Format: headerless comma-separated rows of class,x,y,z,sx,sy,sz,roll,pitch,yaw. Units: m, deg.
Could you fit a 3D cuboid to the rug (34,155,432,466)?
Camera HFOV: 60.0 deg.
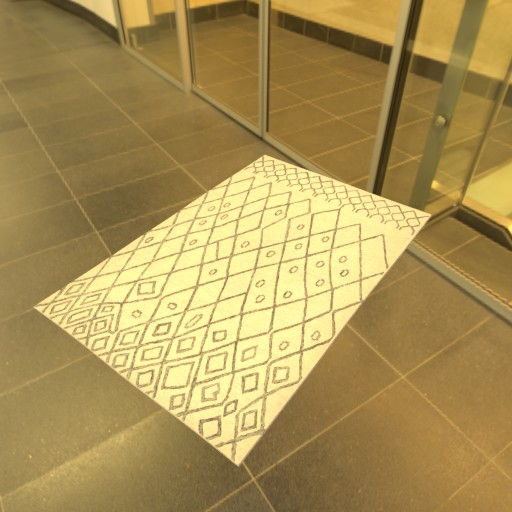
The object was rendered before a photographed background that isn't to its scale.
rug,0.000,0.000,2.340,1.222,0.015,1.828,26,47,27
